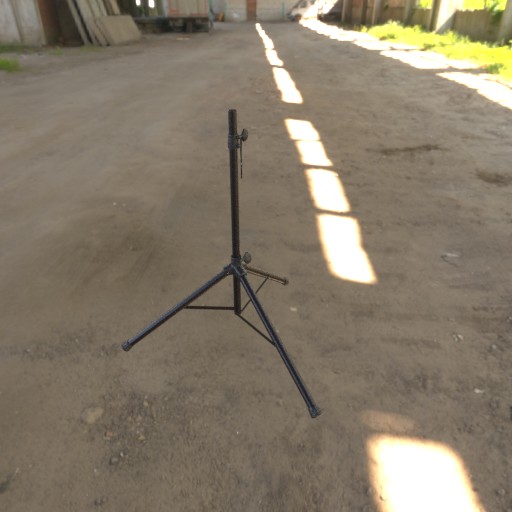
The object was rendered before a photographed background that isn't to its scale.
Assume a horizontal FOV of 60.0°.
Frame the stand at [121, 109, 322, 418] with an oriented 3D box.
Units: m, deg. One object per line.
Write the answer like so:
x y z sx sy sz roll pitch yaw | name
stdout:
0.000 0.000 1.861 1.045 1.136 0.907 -19 35 -29 | stand
